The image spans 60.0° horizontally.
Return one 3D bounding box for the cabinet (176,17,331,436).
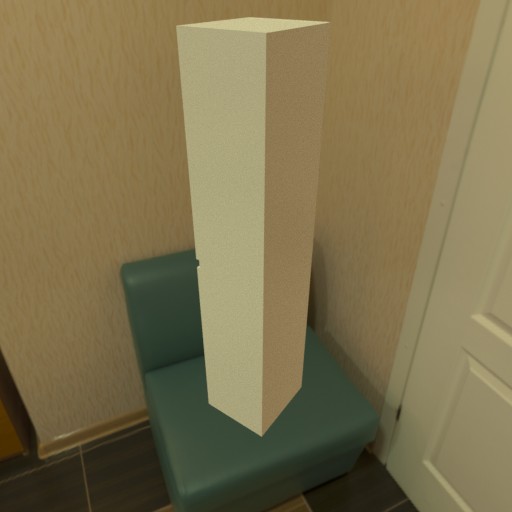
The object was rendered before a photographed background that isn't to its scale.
[{"bbox_3d":[0.000,0.000,1.503,0.269,1.400,0.300,21,38,29],"label":"cabinet"}]
